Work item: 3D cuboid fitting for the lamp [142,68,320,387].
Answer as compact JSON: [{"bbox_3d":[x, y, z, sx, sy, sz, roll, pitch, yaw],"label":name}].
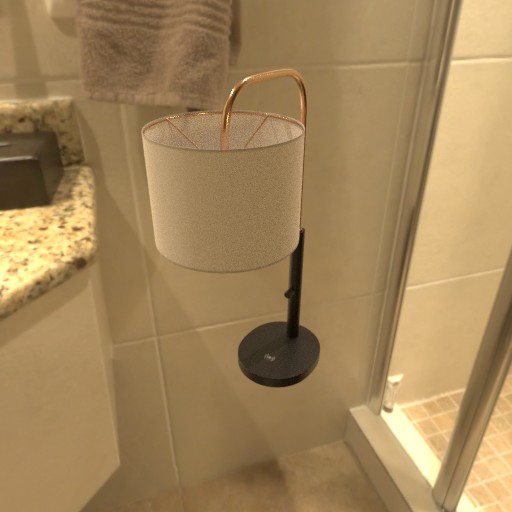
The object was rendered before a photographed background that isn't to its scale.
[{"bbox_3d":[0.000,0.000,0.704,0.199,0.540,0.337,19,35,30],"label":"lamp"}]
